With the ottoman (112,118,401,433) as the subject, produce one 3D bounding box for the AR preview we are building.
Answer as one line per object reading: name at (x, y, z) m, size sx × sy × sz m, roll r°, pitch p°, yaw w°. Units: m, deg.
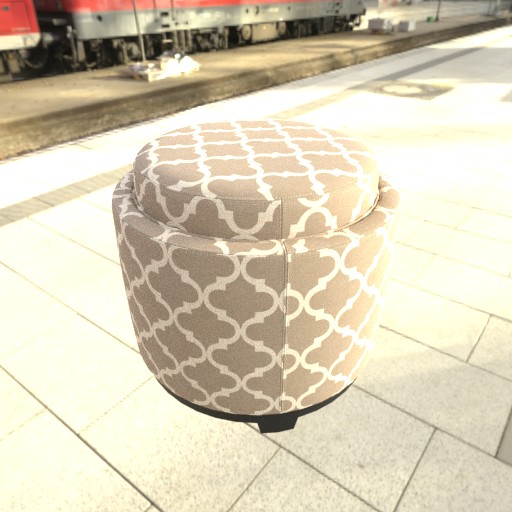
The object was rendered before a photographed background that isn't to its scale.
ottoman at (0.000, 0.000, 0.824) m, size 0.480 × 0.429 × 0.480 m, roll 0°, pitch 32°, yaw 0°
